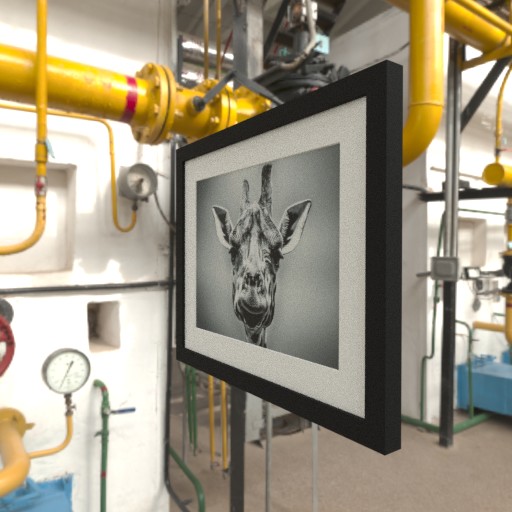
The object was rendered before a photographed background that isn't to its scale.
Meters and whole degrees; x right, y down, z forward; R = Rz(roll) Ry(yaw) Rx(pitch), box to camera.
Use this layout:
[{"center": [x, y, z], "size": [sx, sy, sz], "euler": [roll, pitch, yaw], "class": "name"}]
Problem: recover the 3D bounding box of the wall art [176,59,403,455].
[{"center": [0.000, 0.000, 0.747], "size": [0.031, 0.457, 0.558], "euler": [0, 1, -35], "class": "wall art"}]
